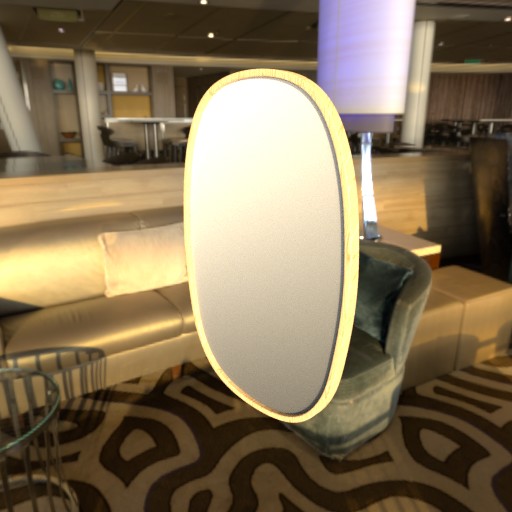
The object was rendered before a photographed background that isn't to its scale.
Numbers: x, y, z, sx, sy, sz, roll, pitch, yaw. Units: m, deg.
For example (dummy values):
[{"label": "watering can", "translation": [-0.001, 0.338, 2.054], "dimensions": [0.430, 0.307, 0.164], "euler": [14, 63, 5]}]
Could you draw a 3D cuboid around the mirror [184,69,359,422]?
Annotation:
[{"label": "mirror", "translation": [0.000, 0.000, 1.381], "dimensions": [0.037, 1.075, 0.724], "euler": [-15, 23, -41]}]
